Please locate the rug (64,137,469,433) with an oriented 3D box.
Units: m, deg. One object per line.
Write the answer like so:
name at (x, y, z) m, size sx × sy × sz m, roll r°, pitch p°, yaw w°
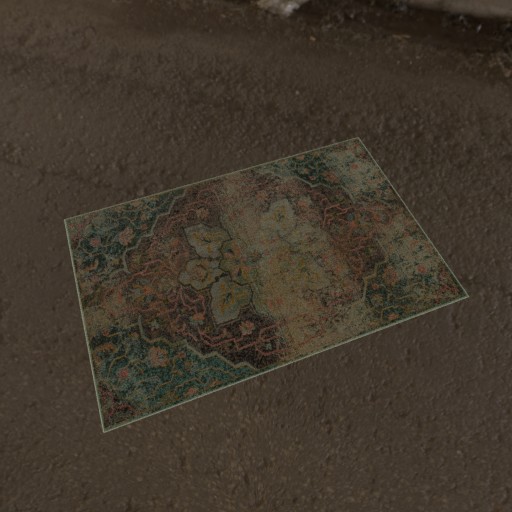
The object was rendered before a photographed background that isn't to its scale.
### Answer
rug at (0.000, 0.000, 2.988) m, size 2.363 × 0.004 × 1.566 m, roll -17°, pitch 60°, yaw -10°
